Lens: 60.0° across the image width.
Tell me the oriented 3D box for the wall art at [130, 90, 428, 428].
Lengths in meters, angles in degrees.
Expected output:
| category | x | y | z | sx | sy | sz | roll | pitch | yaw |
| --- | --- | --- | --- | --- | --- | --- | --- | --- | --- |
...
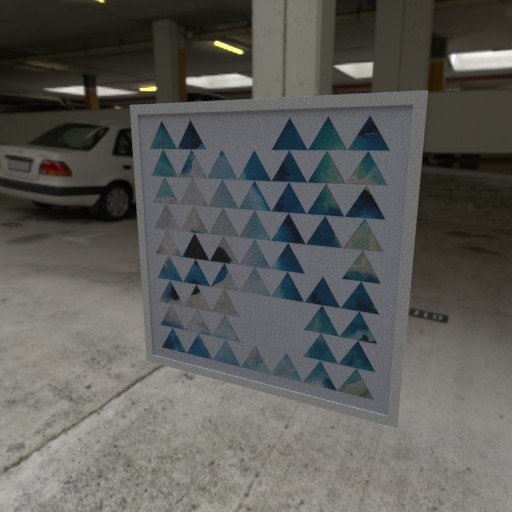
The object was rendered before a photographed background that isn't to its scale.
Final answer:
| category | x | y | z | sx | sy | sz | roll | pitch | yaw |
| --- | --- | --- | --- | --- | --- | --- | --- | --- | --- |
| wall art | 0.000 | 0.000 | 0.681 | 0.456 | 0.456 | 0.007 | 7 | 16 | 26 |
